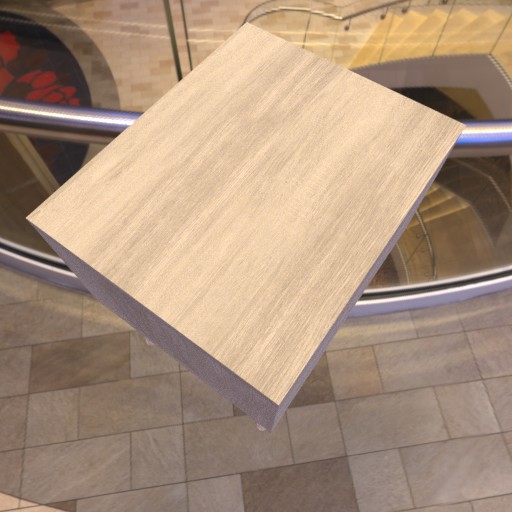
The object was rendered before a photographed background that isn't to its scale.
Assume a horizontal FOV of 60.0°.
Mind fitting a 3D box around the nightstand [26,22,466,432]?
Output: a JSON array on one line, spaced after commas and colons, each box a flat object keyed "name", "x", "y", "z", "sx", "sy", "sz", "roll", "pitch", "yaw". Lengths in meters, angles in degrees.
[{"name": "nightstand", "x": 0.000, "y": 0.000, "z": 0.792, "sx": 0.380, "sy": 0.500, "sz": 0.450, "roll": 33, "pitch": 67, "yaw": 16}]
